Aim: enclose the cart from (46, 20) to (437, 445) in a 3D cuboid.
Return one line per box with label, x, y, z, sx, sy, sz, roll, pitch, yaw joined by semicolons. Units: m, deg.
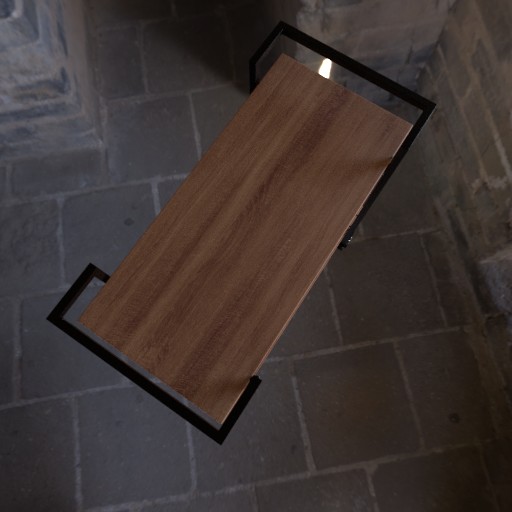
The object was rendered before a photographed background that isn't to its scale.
cart;0.000;0.000;1.247;0.406;0.762;0.806;33;77;8
